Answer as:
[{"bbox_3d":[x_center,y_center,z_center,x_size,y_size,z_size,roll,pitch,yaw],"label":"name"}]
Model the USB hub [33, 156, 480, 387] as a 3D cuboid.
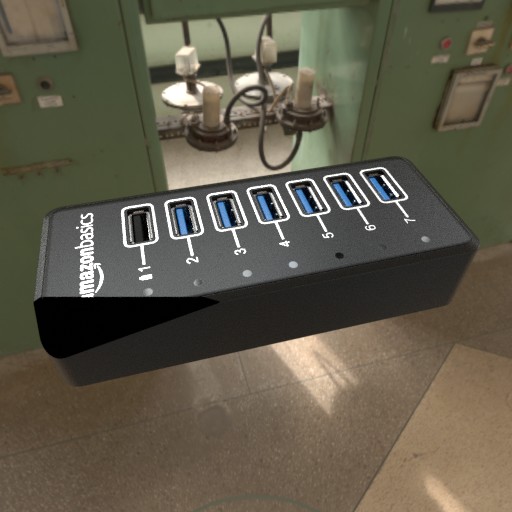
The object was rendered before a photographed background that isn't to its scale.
[{"bbox_3d":[0.000,0.000,0.125,0.110,0.023,0.044,-10,47,-10],"label":"USB hub"}]
